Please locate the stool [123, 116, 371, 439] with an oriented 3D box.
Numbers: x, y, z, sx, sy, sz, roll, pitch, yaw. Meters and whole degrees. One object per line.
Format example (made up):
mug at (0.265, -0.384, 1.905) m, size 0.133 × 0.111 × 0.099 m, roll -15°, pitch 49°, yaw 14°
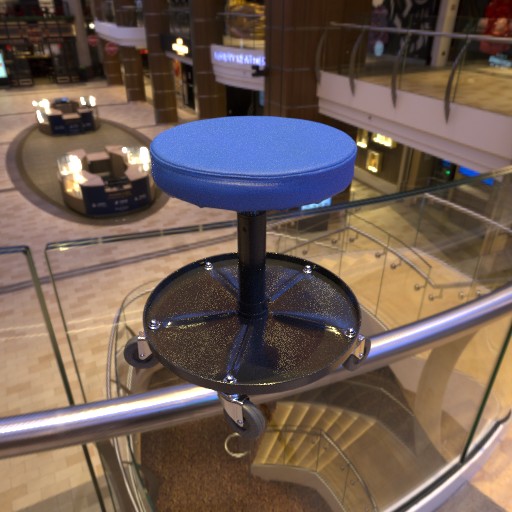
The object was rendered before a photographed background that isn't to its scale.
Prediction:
stool at (0.000, 0.000, 0.680) m, size 0.381 × 0.365 × 0.382 m, roll 9°, pitch 31°, yaw 15°
